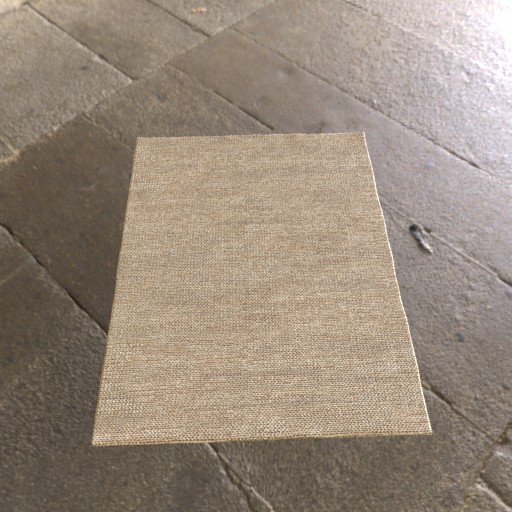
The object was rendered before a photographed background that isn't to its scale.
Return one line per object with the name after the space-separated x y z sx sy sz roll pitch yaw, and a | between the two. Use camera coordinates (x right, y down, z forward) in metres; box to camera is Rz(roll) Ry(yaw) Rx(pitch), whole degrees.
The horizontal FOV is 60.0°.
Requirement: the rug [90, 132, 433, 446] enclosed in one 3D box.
0.000 0.000 3.920 2.429 0.030 3.052 -2 58 -1 | rug
